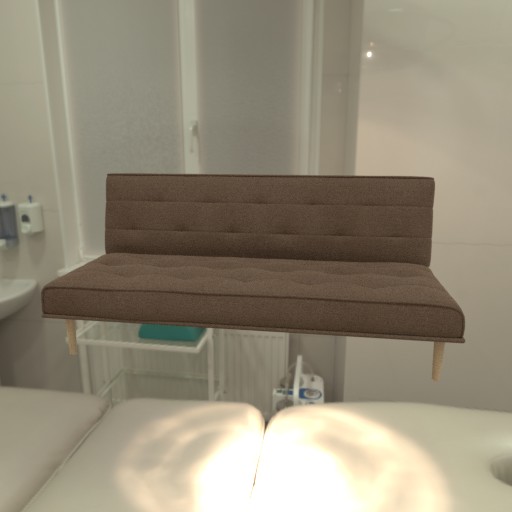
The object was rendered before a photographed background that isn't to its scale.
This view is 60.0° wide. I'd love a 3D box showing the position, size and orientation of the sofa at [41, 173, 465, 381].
[{"bbox_3d":[0.000,0.000,2.306,1.820,0.810,1.038,2,14,8],"label":"sofa"}]
